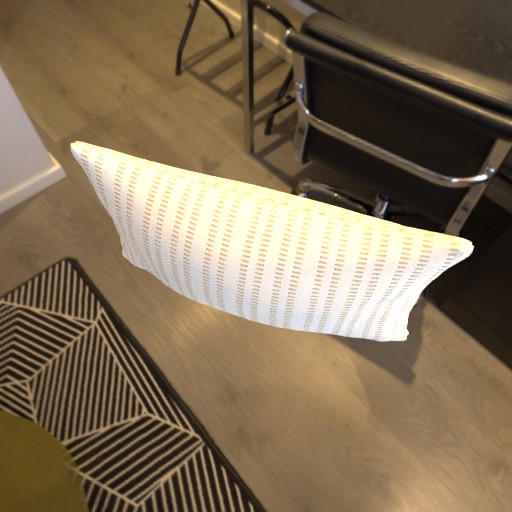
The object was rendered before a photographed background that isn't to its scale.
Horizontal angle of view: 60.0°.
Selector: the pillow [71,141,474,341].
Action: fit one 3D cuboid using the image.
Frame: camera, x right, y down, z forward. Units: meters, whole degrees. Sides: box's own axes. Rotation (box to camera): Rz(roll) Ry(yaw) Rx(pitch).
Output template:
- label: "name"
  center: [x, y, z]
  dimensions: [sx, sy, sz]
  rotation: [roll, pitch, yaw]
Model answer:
- label: "pillow"
  center: [0.000, 0.000, 0.803]
  dimensions: [0.640, 0.353, 0.210]
  rotation: [16, 60, 9]
